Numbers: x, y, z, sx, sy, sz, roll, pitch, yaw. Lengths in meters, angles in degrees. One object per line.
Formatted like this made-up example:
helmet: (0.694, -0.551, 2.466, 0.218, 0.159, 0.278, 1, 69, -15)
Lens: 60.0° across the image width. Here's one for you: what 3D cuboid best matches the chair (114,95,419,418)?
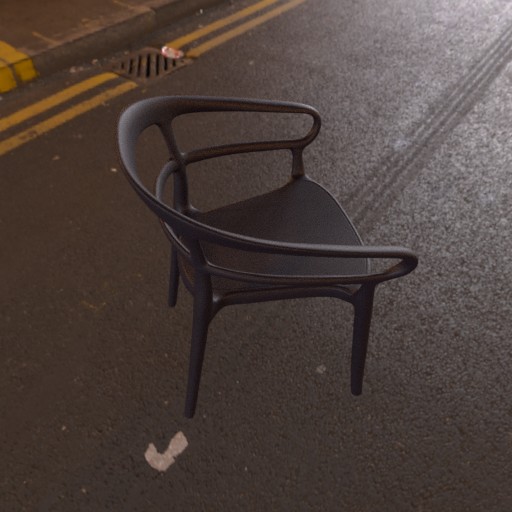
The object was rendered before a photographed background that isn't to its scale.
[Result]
chair: (0.000, 0.000, 1.120, 0.527, 0.761, 0.559, -11, 48, -10)
